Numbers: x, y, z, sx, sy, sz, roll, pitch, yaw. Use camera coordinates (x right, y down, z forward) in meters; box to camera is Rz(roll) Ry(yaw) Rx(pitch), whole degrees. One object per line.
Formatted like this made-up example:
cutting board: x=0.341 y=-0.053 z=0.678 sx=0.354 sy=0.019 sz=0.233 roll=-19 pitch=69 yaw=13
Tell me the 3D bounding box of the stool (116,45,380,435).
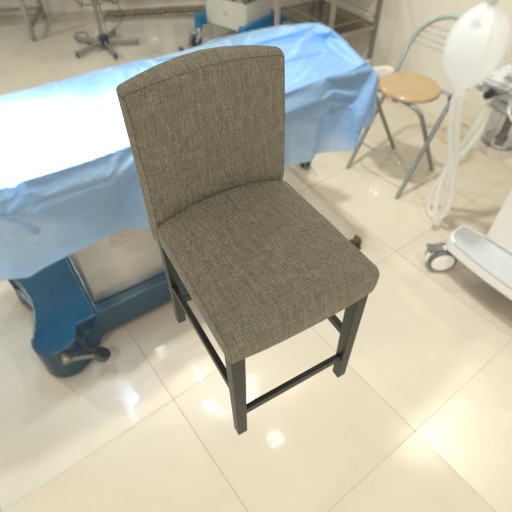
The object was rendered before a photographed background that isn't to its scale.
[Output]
stool: x=0.000 y=0.000 z=1.263 sx=0.451 sy=0.966 sz=0.552 roll=-23 pitch=52 yaw=-20
